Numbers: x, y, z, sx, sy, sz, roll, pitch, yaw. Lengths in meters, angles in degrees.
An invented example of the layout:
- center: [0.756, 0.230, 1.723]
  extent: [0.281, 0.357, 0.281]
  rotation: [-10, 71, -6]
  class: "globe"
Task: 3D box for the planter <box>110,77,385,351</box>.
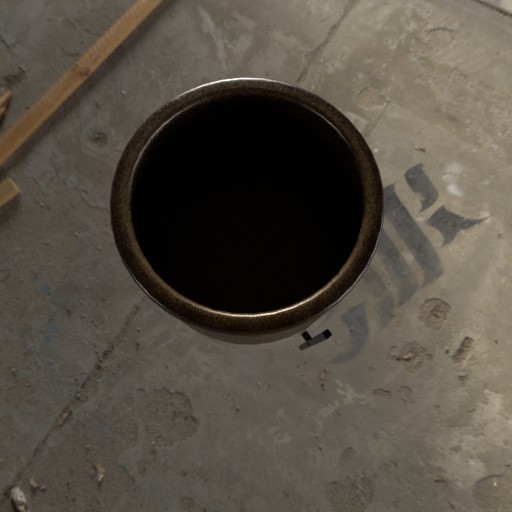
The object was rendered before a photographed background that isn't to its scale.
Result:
- center: [0.000, 0.000, 0.572]
  extent: [0.255, 0.375, 0.269]
  rotation: [-37, 78, -9]
  class: "planter"
